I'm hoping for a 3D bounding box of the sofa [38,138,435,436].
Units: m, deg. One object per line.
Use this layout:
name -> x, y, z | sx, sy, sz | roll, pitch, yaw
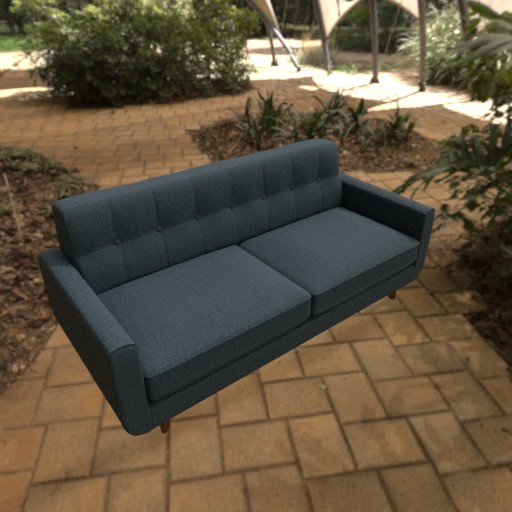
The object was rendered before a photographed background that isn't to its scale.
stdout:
sofa -> 0.000, 0.000, 2.508 | 2.055, 0.884, 0.942 | -22, 37, -32
